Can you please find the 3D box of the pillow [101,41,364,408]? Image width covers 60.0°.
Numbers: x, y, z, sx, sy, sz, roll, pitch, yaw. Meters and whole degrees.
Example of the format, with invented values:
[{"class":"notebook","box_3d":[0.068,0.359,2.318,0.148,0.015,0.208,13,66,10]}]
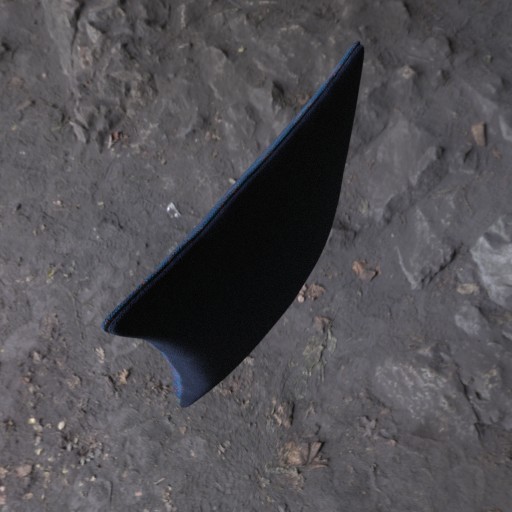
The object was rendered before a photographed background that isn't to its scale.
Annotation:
[{"class":"pillow","box_3d":[0.000,0.000,0.629,0.141,0.431,0.431,33,67,15]}]
